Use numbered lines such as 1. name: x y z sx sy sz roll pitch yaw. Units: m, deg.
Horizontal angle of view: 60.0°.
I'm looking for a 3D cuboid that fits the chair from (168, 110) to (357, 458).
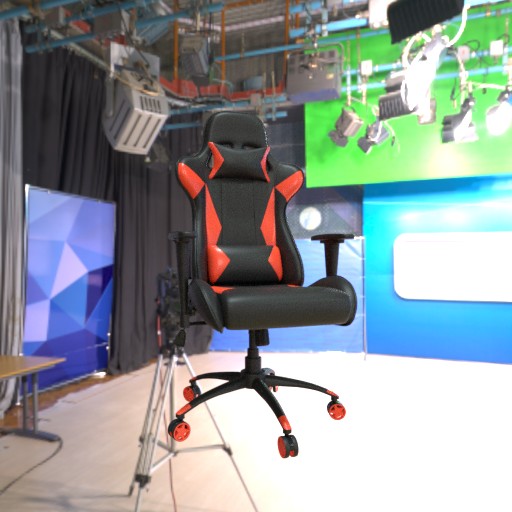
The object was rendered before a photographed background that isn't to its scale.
1. chair: 0.000 0.000 1.719 0.695 1.282 0.730 0 0 -19
